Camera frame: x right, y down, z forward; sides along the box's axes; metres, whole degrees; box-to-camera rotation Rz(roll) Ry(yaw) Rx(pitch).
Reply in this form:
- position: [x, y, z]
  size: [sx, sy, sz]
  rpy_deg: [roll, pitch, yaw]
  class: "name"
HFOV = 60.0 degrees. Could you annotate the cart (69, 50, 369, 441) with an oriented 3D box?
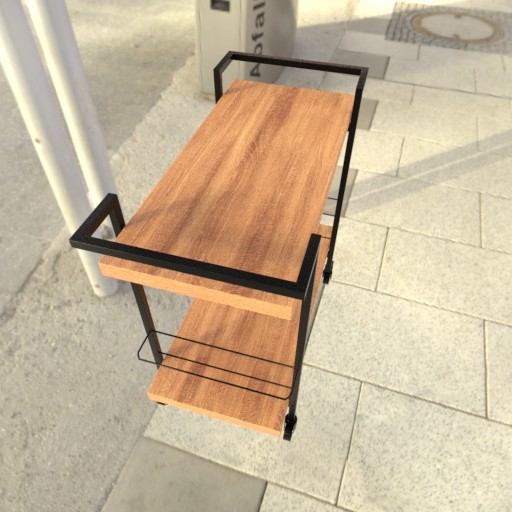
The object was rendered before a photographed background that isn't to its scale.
- position: [0.000, 0.000, 1.227]
  size: [0.406, 0.762, 0.806]
  rpy_deg: [12, 47, 11]
  class: "cart"
